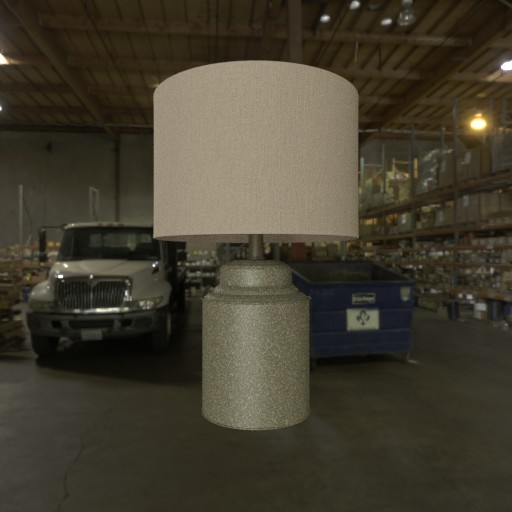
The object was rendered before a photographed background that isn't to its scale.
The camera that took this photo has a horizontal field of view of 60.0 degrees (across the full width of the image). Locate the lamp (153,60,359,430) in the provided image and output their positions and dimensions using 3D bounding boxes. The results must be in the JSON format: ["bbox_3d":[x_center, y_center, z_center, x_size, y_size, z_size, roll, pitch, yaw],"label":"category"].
[{"bbox_3d":[0.000,0.000,0.704,0.318,0.486,0.318,0,0,0],"label":"lamp"}]
